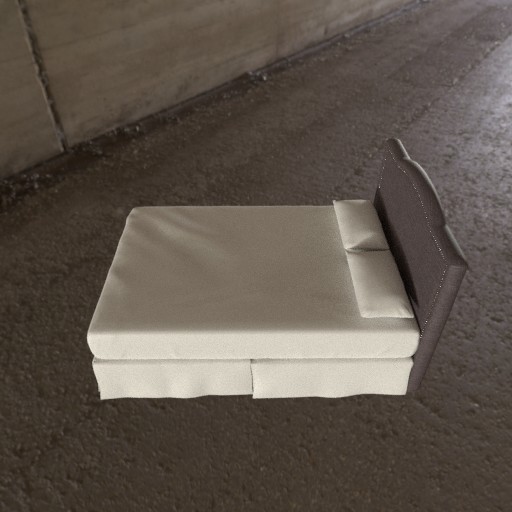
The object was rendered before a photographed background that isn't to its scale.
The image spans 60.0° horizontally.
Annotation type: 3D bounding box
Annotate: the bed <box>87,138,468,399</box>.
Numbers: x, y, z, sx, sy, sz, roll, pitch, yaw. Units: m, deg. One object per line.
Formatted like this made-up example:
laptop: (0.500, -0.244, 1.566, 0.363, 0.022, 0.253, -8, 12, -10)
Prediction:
bed: (0.000, 0.000, 3.629, 2.507, 1.441, 1.741, 0, 40, 0)
